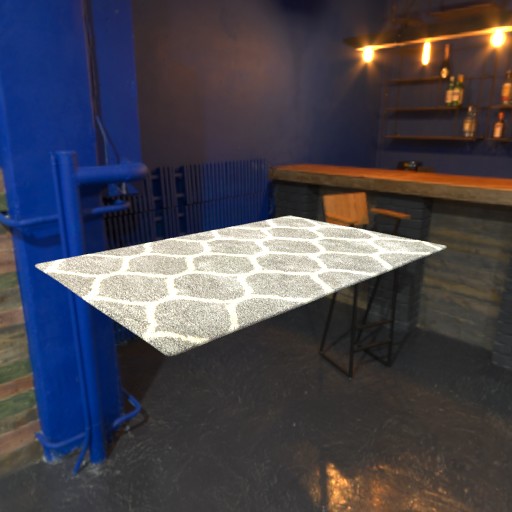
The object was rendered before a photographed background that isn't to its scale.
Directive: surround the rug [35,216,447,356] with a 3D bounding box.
[{"bbox_3d":[0.000,0.000,3.451,2.701,0.026,1.801,-15,22,-41],"label":"rug"}]
